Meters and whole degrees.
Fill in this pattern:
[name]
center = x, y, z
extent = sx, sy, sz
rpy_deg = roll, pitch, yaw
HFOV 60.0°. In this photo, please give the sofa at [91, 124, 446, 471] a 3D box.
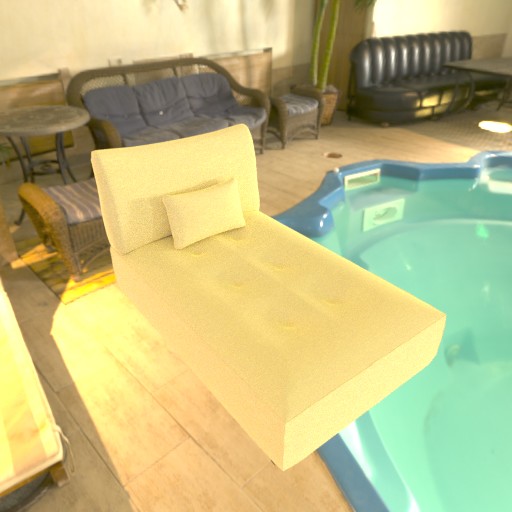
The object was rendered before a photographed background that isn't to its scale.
[sofa]
center = 0.000, 0.000, 2.057
extent = 0.930, 0.820, 1.450
rpy_deg = -22, 37, -32
